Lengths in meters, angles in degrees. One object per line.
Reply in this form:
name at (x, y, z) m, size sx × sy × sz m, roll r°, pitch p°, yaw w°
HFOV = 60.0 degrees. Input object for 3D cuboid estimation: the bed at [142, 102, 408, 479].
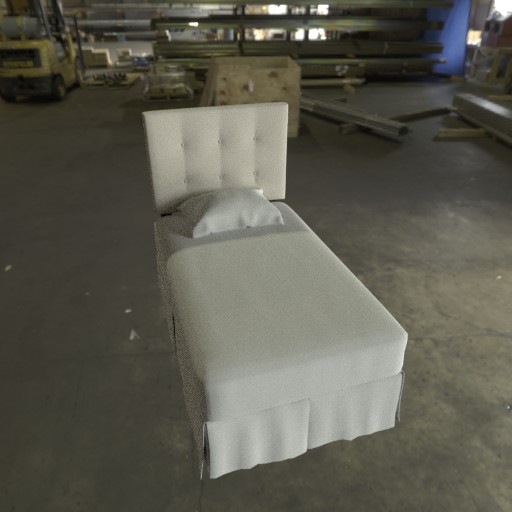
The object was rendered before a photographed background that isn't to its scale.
bed at (0.000, 0.000, 2.991) m, size 1.261 × 1.571 × 1.997 m, roll -9°, pitch 32°, yaw -15°
